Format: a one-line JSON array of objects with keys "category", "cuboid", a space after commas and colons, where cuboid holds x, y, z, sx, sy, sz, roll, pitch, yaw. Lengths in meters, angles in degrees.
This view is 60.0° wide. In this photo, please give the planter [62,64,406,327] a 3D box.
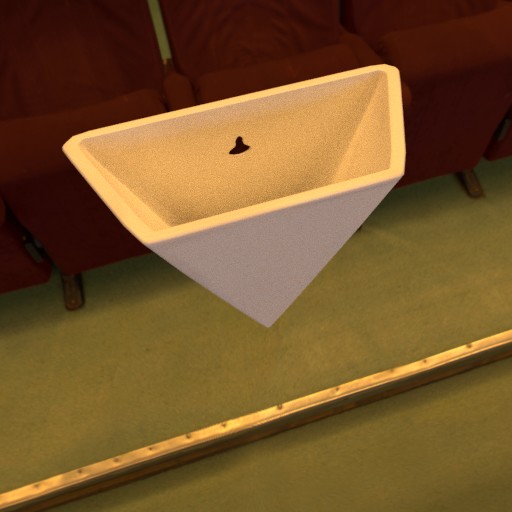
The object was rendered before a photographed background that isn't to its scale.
[{"category": "planter", "cuboid": [0.000, 0.000, 0.267, 0.150, 0.197, 0.060, -16, 65, -8]}]
